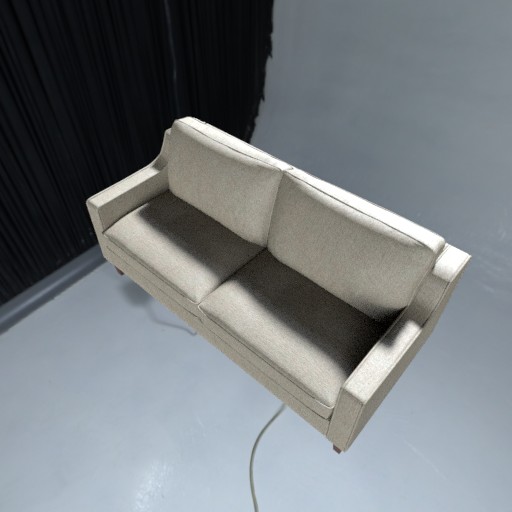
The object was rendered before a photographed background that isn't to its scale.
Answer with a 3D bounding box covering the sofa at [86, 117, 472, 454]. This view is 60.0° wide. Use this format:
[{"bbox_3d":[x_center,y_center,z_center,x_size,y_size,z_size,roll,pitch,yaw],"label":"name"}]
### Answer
[{"bbox_3d":[0.000,0.000,2.853,2.181,1.074,1.073,33,54,27],"label":"sofa"}]
